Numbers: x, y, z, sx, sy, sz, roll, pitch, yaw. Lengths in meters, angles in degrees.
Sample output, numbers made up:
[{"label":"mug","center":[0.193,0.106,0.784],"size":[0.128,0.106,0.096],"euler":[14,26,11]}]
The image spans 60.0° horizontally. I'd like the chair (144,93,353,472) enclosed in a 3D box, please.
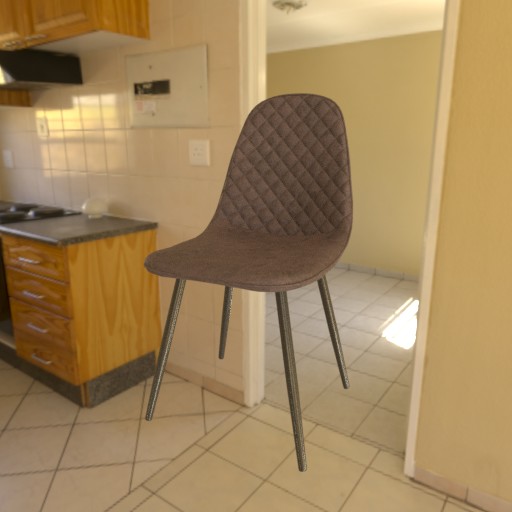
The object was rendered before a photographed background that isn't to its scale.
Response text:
[{"label":"chair","center":[0.000,0.000,1.216],"size":[0.472,0.889,0.561],"euler":[7,16,25]}]
